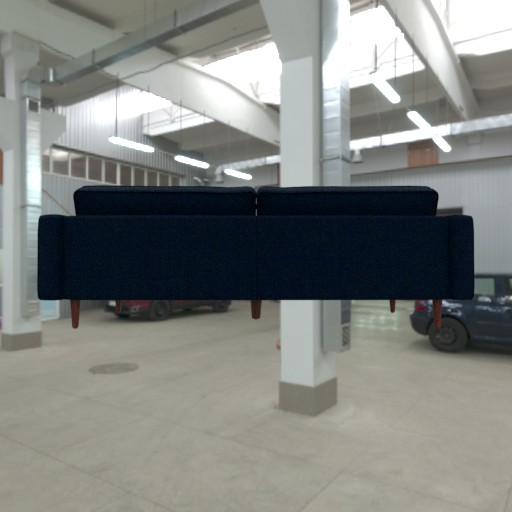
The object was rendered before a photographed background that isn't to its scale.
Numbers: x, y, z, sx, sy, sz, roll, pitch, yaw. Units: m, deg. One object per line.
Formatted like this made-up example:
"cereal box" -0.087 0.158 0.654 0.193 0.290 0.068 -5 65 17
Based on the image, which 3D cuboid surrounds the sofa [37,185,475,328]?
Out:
"sofa" 0.000 0.000 2.674 2.210 0.762 0.914 0 -1 0
